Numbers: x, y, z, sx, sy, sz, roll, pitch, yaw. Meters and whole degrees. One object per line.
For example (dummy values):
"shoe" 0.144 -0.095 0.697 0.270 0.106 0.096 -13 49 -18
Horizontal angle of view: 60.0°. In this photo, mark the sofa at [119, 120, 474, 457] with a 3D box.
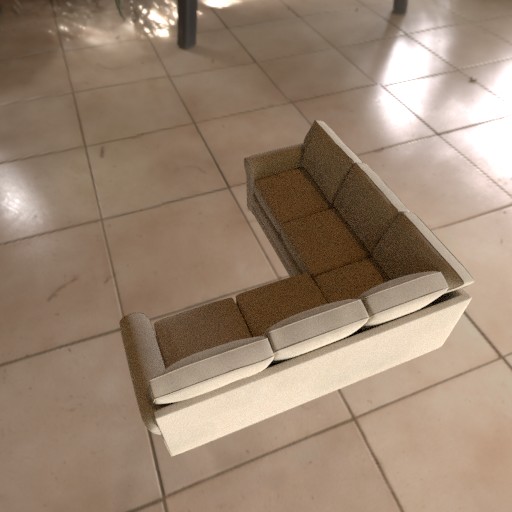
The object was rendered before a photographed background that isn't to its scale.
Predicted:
"sofa" 0.000 0.000 4.014 2.569 1.054 2.487 -17 51 -15
